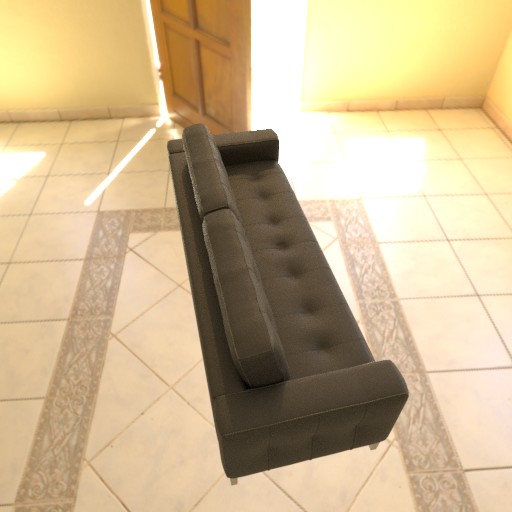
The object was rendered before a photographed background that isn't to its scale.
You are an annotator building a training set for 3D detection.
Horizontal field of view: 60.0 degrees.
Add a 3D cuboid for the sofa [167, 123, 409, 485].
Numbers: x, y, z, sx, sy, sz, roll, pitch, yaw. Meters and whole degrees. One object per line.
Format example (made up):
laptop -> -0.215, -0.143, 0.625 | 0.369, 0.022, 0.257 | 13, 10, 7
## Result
sofa -> 0.000, 0.000, 2.684 | 0.833, 0.893, 2.275 | -10, 46, -9
